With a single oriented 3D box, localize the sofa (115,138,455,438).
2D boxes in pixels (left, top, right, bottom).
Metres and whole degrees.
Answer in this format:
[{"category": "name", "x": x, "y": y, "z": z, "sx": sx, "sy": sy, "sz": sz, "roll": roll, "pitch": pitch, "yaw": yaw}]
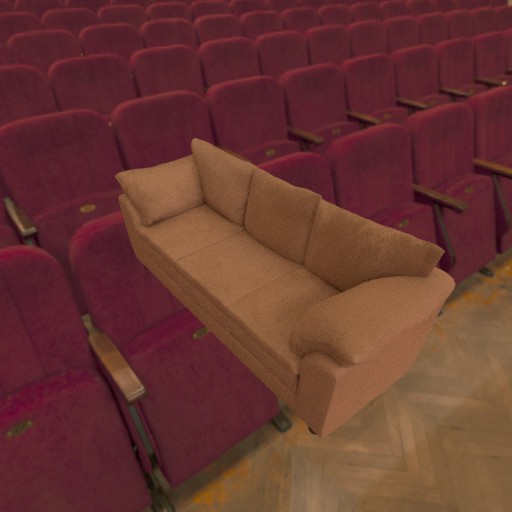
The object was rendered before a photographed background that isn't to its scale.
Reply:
[{"category": "sofa", "x": 0.000, "y": 0.000, "z": 2.902, "sx": 0.893, "sy": 0.981, "sz": 2.377, "roll": -24, "pitch": 40, "yaw": -31}]
